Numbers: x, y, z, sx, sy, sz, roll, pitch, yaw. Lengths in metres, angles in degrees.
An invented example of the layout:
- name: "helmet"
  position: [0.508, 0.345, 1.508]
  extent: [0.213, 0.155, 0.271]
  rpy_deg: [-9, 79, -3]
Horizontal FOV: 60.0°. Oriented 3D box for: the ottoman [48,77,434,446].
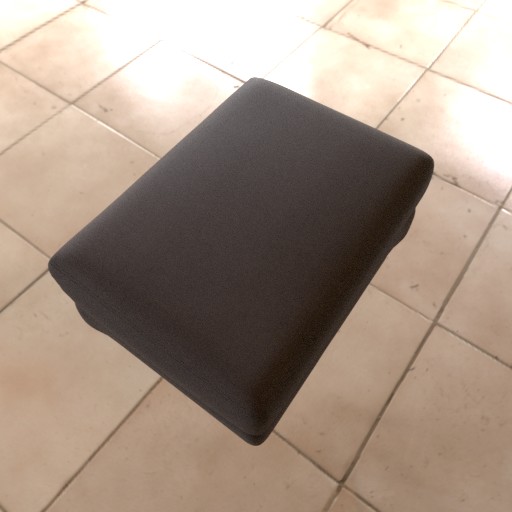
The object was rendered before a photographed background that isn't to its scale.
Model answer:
- name: "ottoman"
  position: [0.000, 0.000, 1.158]
  extent: [0.574, 0.497, 0.773]
  rpy_deg: [31, 64, 18]
